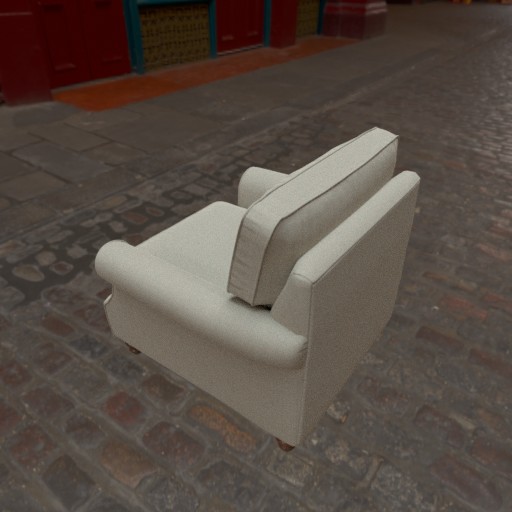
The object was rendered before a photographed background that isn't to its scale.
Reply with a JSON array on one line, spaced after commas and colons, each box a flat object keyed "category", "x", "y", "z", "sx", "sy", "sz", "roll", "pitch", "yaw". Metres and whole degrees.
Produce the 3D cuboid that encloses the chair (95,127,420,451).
[{"category": "chair", "x": 0.000, "y": 0.000, "z": 1.789, "sx": 0.966, "sy": 0.967, "sz": 1.029, "roll": 22, "pitch": 40, "yaw": 29}]
